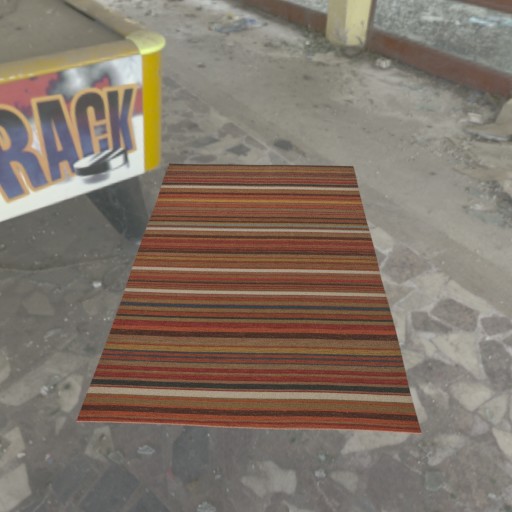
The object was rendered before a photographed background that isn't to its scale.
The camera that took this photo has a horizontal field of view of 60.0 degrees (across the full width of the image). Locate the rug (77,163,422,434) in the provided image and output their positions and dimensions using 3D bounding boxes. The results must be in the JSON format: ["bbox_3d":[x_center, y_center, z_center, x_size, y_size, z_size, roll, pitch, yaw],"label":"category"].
[{"bbox_3d":[0.000,0.000,2.238,1.217,0.007,1.828,1,41,1],"label":"rug"}]
